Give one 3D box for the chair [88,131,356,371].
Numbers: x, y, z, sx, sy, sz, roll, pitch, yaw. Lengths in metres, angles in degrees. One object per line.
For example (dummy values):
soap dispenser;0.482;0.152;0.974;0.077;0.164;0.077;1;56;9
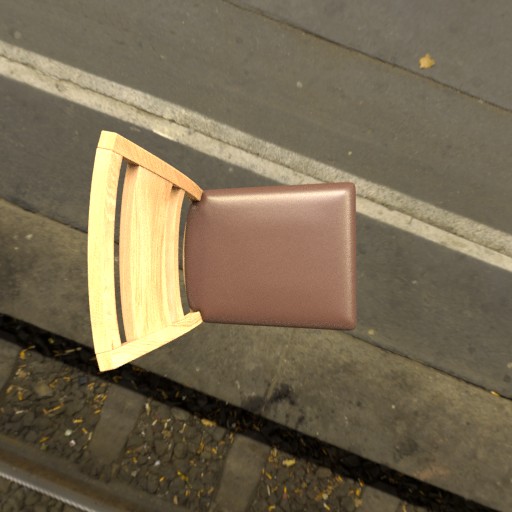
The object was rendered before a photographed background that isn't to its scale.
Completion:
chair;0.000;0.000;1.193;0.545;0.940;0.420;0;89;1
